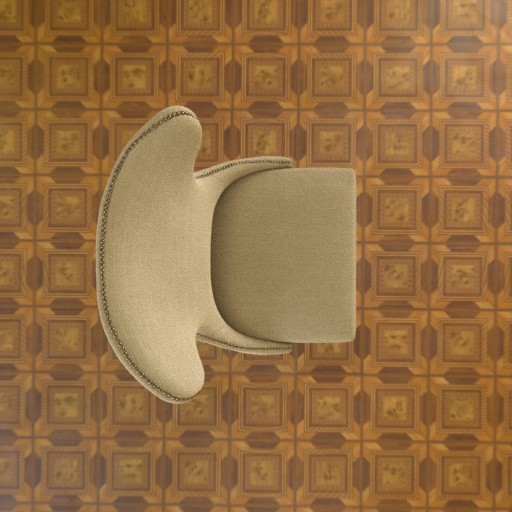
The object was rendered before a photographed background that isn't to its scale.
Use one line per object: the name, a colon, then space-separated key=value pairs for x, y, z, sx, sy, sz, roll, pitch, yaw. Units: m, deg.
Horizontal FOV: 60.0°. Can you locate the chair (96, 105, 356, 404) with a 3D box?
chair: x=0.000 y=0.000 z=1.343 sx=0.635 sy=0.967 sz=0.628 roll=0 pitch=90 yaw=1
